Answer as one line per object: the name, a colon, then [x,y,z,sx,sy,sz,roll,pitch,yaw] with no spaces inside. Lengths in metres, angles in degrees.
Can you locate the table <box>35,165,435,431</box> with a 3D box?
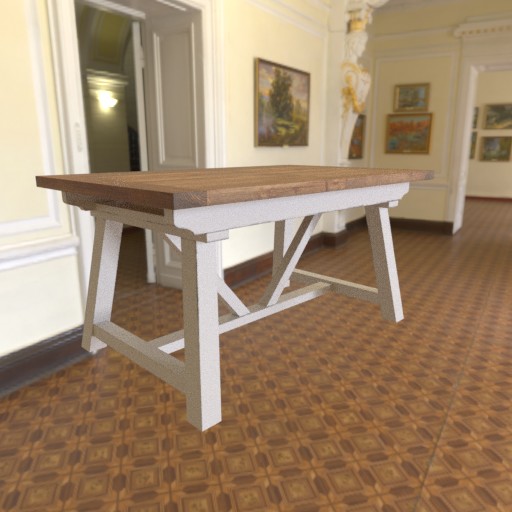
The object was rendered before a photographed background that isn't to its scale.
table: [0.000,0.000,2.011,0.922,0.743,1.503,13,19,43]
